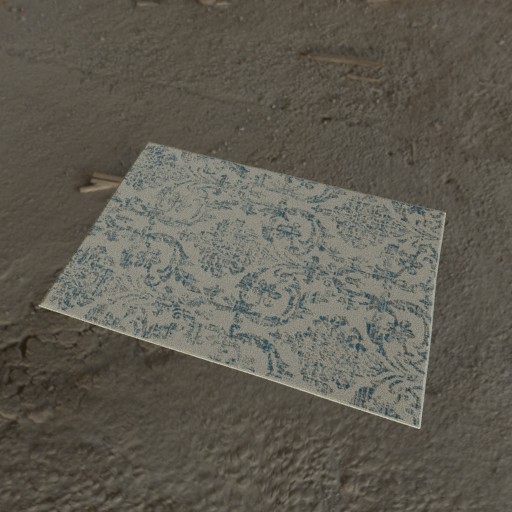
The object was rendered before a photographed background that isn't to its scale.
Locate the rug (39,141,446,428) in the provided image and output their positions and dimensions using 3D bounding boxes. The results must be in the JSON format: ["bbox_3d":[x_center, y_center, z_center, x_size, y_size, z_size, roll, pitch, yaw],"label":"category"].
[{"bbox_3d":[0.000,0.000,2.313,1.831,0.012,1.213,15,58,10],"label":"rug"}]
